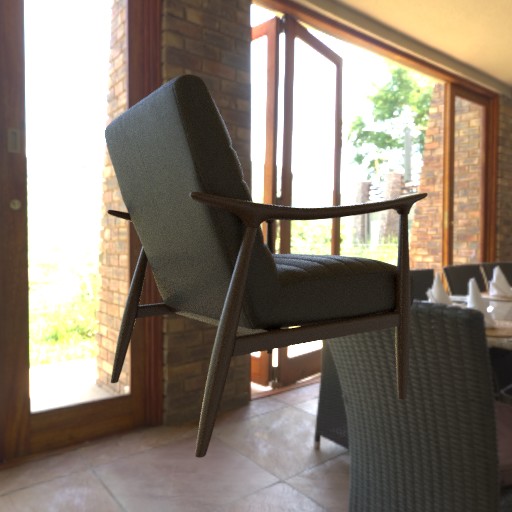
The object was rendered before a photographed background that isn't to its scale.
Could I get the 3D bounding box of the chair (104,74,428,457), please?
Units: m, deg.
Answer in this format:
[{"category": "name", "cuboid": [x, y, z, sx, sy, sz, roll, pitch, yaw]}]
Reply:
[{"category": "chair", "cuboid": [0.000, 0.000, 1.393, 0.798, 0.831, 0.741, -1, 2, -35]}]
